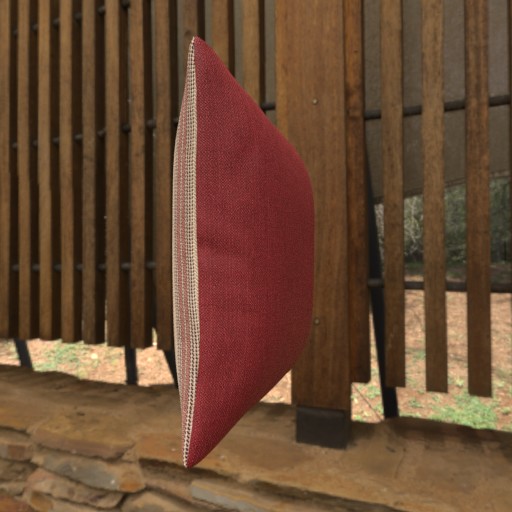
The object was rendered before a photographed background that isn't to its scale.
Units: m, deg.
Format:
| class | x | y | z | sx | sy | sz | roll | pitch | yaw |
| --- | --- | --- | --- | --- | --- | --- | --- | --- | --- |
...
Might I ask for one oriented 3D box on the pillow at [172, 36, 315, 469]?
| class | x | y | z | sx | sy | sz | roll | pitch | yaw |
| --- | --- | --- | --- | --- | --- | --- | --- | --- | --- |
| pillow | 0.000 | 0.000 | 0.749 | 0.166 | 0.497 | 0.513 | 0 | -1 | 17 |
